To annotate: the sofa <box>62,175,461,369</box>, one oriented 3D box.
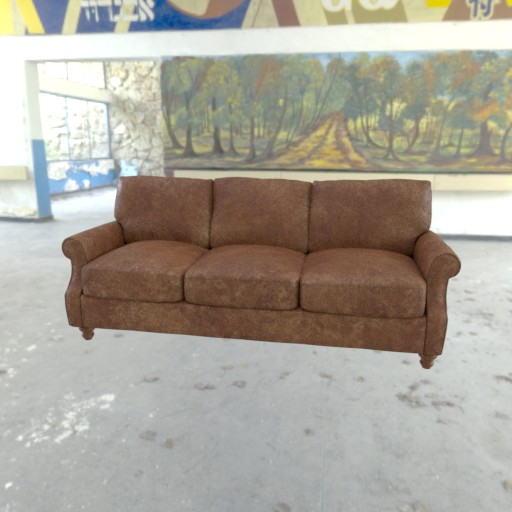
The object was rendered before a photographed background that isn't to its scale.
[{"bbox_3d":[0.000,0.000,2.885,2.351,0.977,0.973,3,14,10],"label":"sofa"}]
